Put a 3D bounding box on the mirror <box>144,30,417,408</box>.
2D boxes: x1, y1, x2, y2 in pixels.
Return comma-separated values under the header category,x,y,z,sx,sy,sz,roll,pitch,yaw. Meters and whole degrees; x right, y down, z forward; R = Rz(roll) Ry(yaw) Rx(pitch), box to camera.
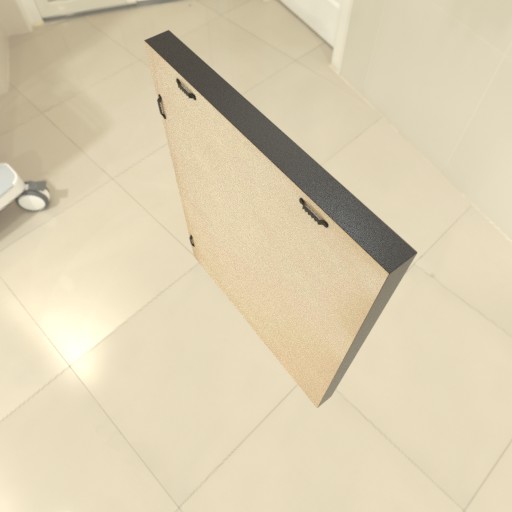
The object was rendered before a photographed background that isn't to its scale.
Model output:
category,x,y,z,sx,sy,sz,roll,pitch,yaw
mirror,0.000,0.000,0.675,0.041,0.508,0.405,-33,65,-18
